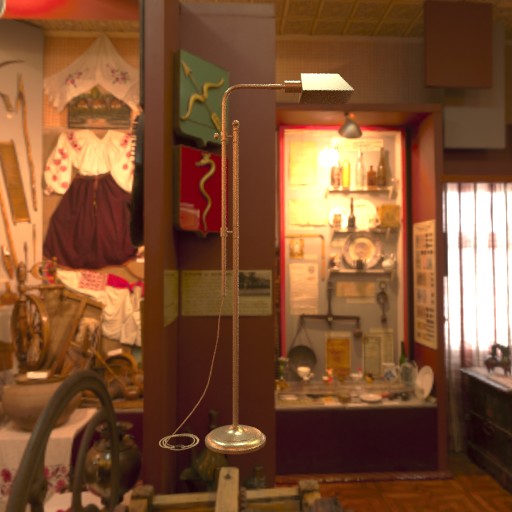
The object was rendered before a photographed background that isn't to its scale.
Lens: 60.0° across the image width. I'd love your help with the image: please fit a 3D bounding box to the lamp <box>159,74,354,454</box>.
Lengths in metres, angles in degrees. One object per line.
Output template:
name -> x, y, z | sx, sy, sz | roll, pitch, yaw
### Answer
lamp -> 0.000, 0.000, 1.894 | 0.813, 1.571, 0.256 | 0, -1, -1
